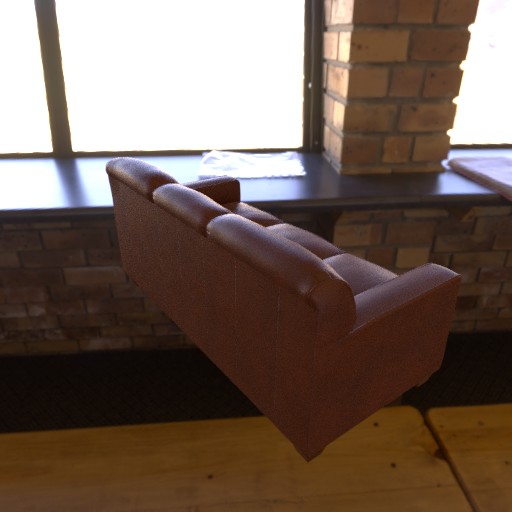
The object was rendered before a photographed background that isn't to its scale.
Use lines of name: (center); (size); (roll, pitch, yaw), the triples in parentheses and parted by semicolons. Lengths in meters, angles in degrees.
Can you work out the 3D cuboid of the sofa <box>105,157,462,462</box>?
sofa: (0.000, 0.000, 2.611); (1.008, 0.953, 2.039); (-18, 32, -32)
